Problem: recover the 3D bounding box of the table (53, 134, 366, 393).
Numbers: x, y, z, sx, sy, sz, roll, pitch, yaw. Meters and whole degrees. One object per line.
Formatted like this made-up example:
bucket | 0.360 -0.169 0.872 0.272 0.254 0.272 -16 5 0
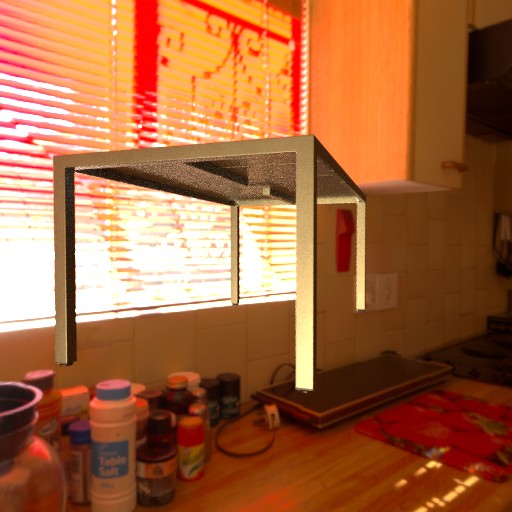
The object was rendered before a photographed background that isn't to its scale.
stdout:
table | 0.000 0.000 2.186 0.914 0.735 1.680 1 2 19
